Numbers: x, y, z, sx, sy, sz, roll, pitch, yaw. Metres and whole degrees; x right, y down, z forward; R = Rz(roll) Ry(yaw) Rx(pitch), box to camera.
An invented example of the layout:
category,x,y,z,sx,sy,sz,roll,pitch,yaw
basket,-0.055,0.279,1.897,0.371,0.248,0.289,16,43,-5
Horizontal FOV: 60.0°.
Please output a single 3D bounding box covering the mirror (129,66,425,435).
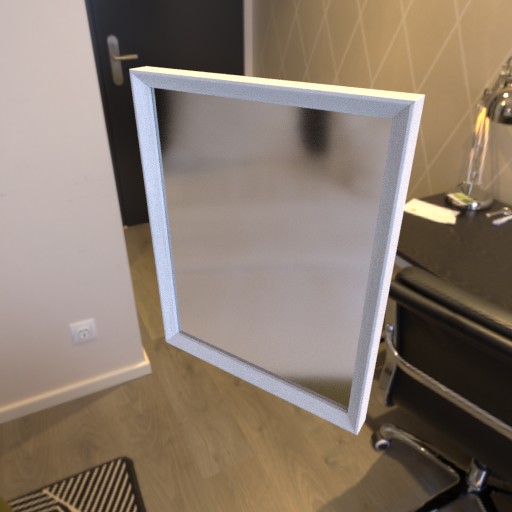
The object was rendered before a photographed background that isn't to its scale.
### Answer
category,x,y,z,sx,sy,sz,roll,pitch,yaw
mirror,0.000,0.000,0.680,0.406,0.509,0.041,18,35,28
